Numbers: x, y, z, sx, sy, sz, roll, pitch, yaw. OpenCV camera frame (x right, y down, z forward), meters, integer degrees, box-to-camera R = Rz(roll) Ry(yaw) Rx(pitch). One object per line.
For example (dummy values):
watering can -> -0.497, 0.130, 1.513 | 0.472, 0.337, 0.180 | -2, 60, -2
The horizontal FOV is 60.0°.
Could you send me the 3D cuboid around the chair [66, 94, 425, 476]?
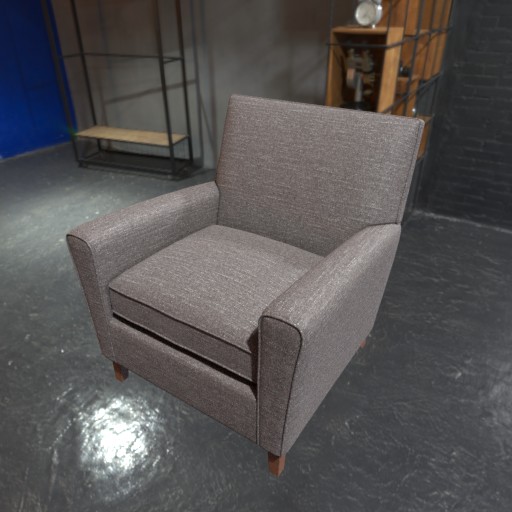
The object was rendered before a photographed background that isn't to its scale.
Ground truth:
chair -> 0.000, 0.000, 1.547 | 0.838, 0.885, 0.875 | 19, 35, 28
